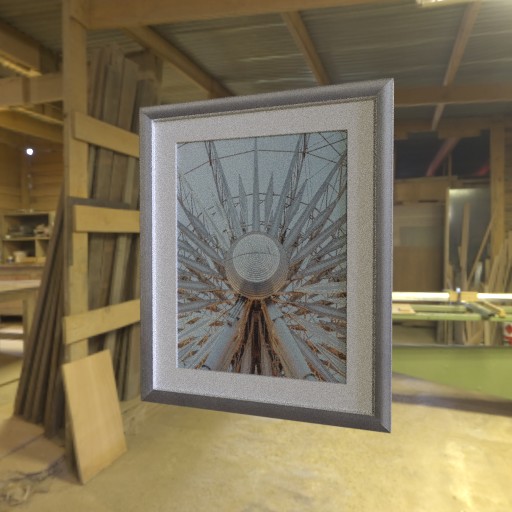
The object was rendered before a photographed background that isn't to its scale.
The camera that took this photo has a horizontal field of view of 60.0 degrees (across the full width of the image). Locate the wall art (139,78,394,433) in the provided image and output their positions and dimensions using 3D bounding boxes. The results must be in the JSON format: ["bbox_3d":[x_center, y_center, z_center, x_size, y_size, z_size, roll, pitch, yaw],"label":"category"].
[{"bbox_3d":[0.000,0.000,0.779,0.458,0.558,0.029,0,1,19],"label":"wall art"}]
